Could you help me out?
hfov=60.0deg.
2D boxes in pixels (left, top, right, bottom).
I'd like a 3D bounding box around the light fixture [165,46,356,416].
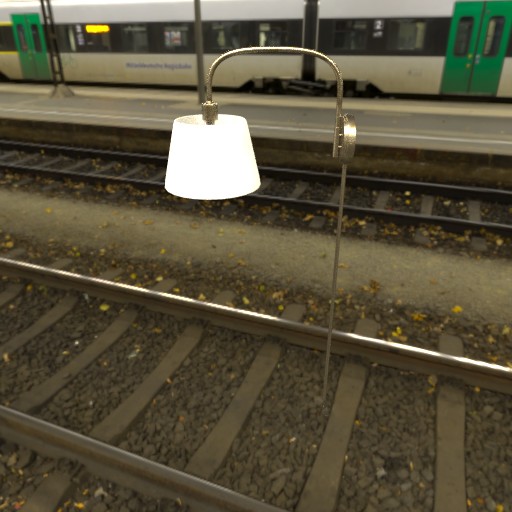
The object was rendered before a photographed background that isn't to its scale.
[{"bbox_3d":[0.000,0.000,0.466,0.176,0.399,0.092,0,26,0],"label":"light fixture"}]
